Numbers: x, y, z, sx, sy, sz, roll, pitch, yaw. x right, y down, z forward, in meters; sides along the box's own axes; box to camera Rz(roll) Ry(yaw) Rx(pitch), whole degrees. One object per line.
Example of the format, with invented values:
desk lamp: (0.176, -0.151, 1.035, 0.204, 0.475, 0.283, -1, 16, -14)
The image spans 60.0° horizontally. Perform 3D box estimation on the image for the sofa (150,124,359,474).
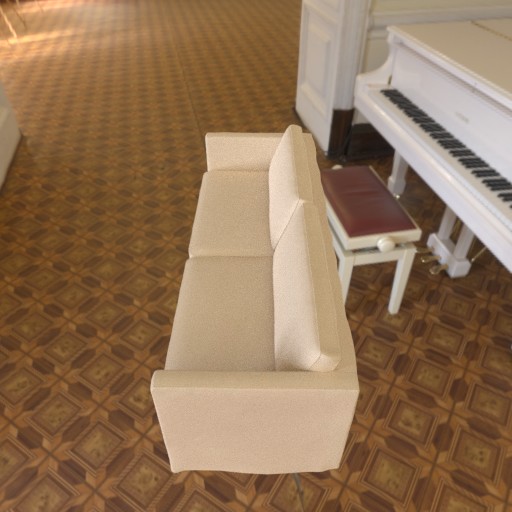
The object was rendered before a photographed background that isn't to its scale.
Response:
sofa: (0.000, 0.000, 3.332, 1.036, 0.999, 2.779, 0, 41, 1)
